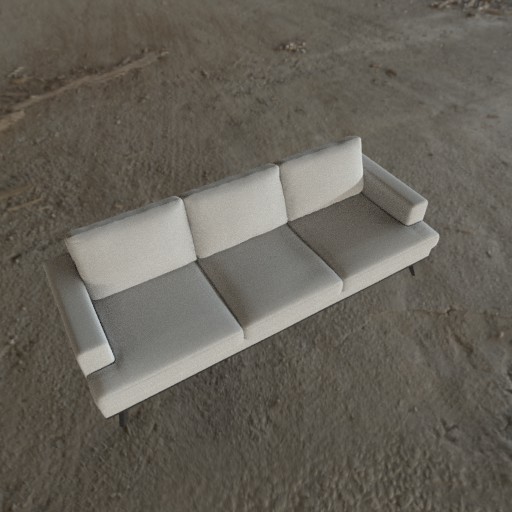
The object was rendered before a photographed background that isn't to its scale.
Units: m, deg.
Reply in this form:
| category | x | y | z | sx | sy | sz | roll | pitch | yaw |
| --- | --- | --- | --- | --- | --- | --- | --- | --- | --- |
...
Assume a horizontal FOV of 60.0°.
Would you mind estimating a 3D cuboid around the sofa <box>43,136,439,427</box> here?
| category | x | y | z | sx | sy | sz | roll | pitch | yaw |
| --- | --- | --- | --- | --- | --- | --- | --- | --- | --- |
| sofa | 0.000 | 0.000 | 2.773 | 2.310 | 0.810 | 0.920 | -23 | 50 | -21 |
